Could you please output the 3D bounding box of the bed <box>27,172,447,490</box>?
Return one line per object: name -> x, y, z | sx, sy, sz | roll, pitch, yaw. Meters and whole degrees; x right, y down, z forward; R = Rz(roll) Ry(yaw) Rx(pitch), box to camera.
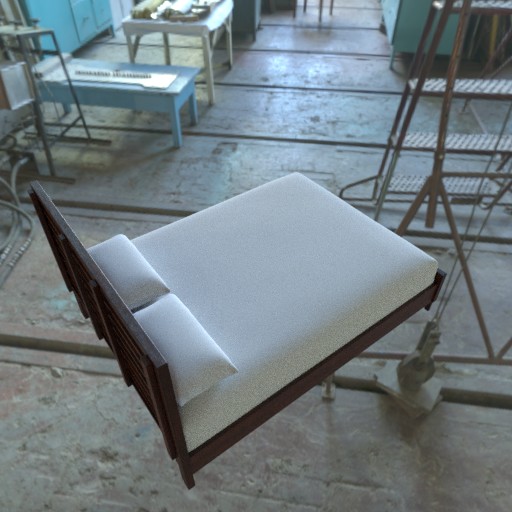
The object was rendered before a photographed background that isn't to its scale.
bed -> 0.000, 0.000, 3.827 | 2.803, 1.492, 2.040 | -27, 48, -27
